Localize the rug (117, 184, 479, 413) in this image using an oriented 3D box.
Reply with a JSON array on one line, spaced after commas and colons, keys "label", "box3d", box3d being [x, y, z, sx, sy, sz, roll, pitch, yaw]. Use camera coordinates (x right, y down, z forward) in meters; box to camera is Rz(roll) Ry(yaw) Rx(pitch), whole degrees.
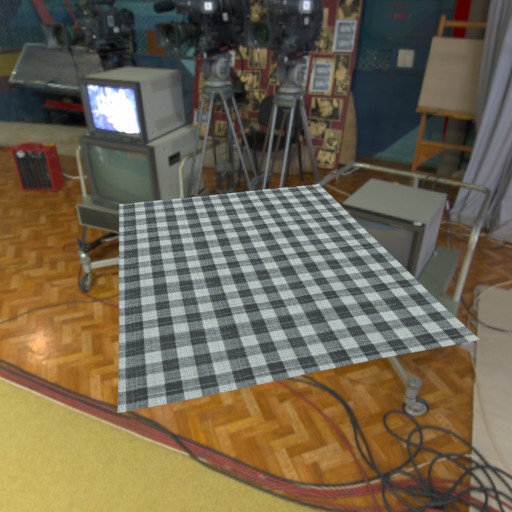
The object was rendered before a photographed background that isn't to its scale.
[{"label": "rug", "box3d": [0.000, 0.000, 4.058, 2.432, 0.013, 3.021, -8, 31, -13]}]
